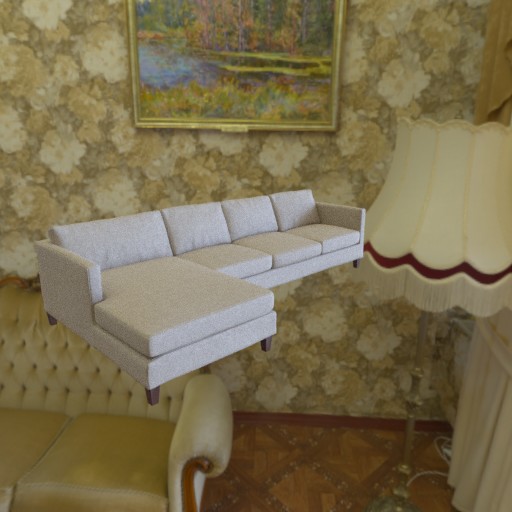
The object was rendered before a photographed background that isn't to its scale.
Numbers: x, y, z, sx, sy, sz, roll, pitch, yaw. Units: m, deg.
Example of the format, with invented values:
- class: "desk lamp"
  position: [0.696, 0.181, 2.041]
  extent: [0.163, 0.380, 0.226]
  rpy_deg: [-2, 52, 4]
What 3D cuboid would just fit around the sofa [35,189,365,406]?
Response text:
- class: "sofa"
  position: [0.000, 0.000, 3.966]
  extent: [3.186, 0.846, 1.625]
  rpy_deg: [-15, 21, -42]
